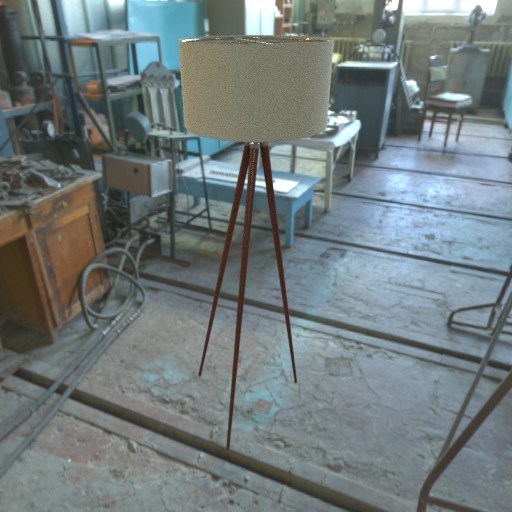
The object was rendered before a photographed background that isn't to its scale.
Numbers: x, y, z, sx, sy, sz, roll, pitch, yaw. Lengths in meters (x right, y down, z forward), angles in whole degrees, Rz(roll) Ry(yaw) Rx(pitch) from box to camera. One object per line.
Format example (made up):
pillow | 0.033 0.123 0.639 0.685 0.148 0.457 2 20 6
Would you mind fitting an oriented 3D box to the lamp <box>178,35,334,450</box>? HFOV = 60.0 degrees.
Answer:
lamp | 0.000 0.000 1.764 0.483 1.553 0.483 -11 31 -19
